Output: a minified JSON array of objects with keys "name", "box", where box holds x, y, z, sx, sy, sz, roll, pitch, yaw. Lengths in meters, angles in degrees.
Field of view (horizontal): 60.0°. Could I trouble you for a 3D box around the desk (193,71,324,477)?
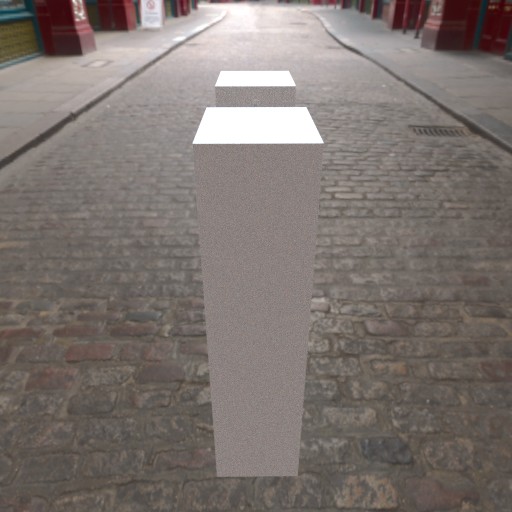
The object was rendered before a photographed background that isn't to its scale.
[{"name":"desk","box":[0.000,0.000,2.890,0.480,2.000,1.770,0,31,0]}]
